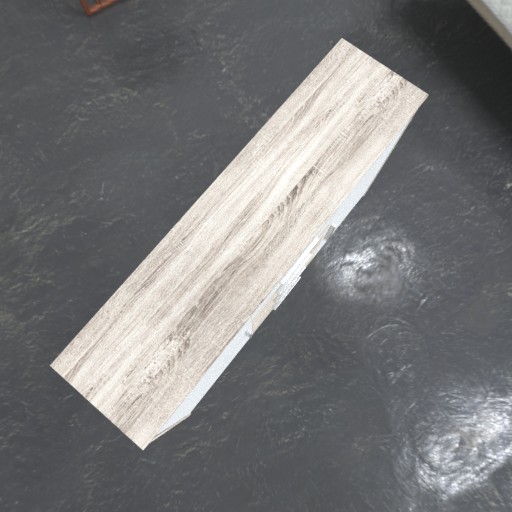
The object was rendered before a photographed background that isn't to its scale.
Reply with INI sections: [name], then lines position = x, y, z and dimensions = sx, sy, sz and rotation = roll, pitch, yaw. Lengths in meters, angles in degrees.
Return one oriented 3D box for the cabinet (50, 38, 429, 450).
[cabinet]
position = 0.000, 0.000, 1.840
dimensions = 0.380, 0.900, 1.450
rotation = 38, 79, 9
